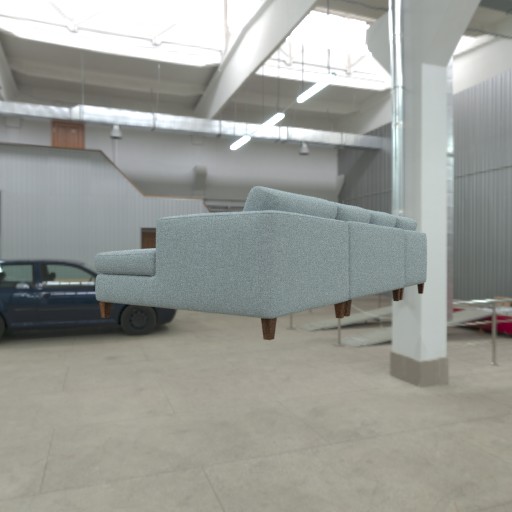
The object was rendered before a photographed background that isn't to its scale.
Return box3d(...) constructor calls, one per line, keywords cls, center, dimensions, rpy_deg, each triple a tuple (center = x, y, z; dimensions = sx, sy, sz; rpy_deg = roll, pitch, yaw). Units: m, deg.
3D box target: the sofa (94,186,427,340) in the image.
box3d(cls="sofa", center=(0.000, 0.000, 4.484), dimensions=(2.551, 0.889, 3.403), rpy_deg=(0, 1, 35))
